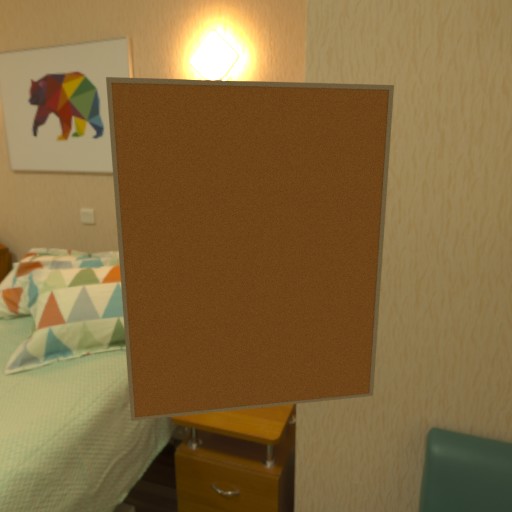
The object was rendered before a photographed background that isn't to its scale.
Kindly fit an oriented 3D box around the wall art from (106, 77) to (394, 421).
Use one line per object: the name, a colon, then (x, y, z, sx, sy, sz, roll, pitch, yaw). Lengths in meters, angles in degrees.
wall art: (0.000, 0.000, 1.041, 0.611, 0.763, 0.055, -2, 14, -10)
